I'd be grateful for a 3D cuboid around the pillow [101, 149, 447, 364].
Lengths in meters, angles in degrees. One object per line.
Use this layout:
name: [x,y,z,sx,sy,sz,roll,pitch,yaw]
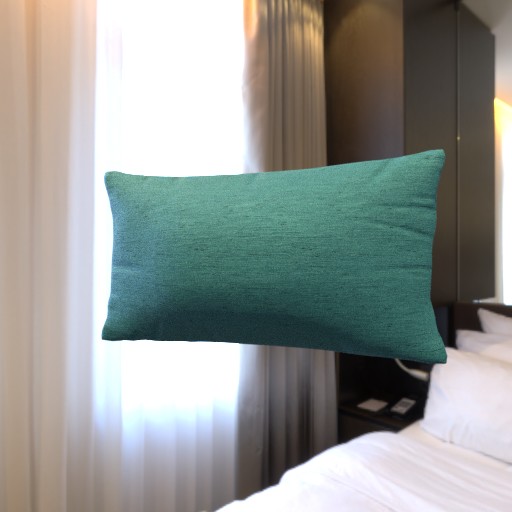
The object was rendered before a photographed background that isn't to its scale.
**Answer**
pillow: [0.000,0.000,0.798,0.633,0.338,0.210,0,0,18]
